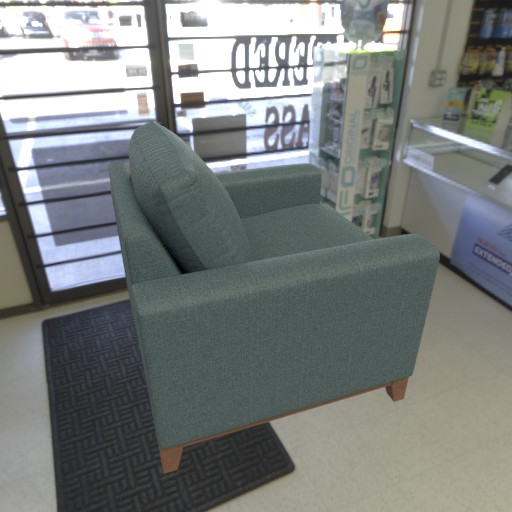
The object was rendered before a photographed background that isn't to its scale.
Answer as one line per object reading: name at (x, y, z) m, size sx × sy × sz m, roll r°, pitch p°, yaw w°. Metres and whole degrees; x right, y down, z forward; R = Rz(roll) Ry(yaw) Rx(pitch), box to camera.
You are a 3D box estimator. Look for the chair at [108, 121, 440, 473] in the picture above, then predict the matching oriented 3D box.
chair at (0.000, 0.000, 1.838) m, size 1.038 × 1.010 × 1.024 m, roll -10°, pitch 31°, yaw -17°
